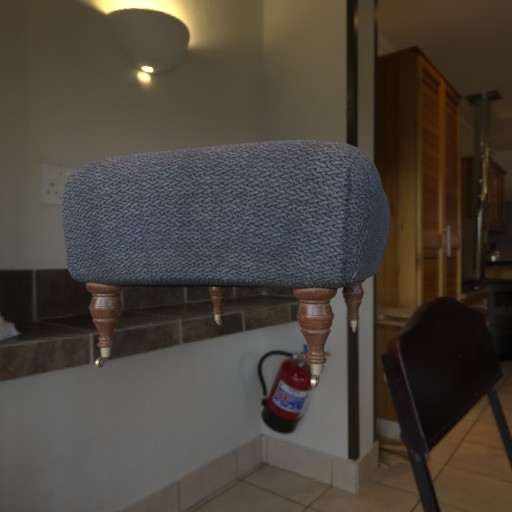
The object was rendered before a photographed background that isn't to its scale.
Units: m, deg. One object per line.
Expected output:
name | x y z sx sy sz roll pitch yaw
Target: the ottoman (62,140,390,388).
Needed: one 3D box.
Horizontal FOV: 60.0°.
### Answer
ottoman | 0.000 0.000 1.106 0.622 0.450 0.747 0 0 19
